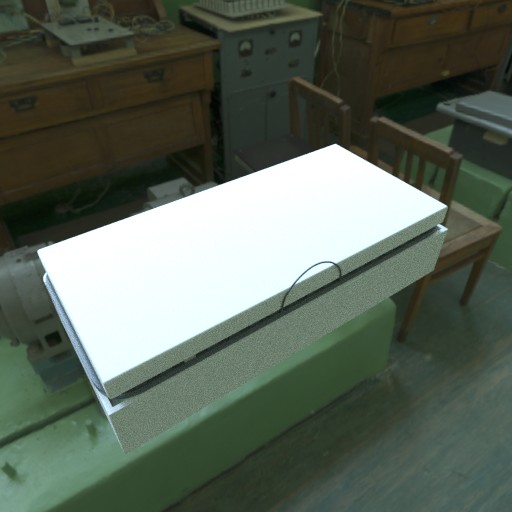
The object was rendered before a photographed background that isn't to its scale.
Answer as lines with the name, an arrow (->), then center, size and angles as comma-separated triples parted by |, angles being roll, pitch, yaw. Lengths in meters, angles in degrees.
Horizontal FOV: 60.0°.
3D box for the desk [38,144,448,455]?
desk -> 0.000, 0.000, 2.285 | 1.900, 0.526, 0.900 | -24, 47, -26
